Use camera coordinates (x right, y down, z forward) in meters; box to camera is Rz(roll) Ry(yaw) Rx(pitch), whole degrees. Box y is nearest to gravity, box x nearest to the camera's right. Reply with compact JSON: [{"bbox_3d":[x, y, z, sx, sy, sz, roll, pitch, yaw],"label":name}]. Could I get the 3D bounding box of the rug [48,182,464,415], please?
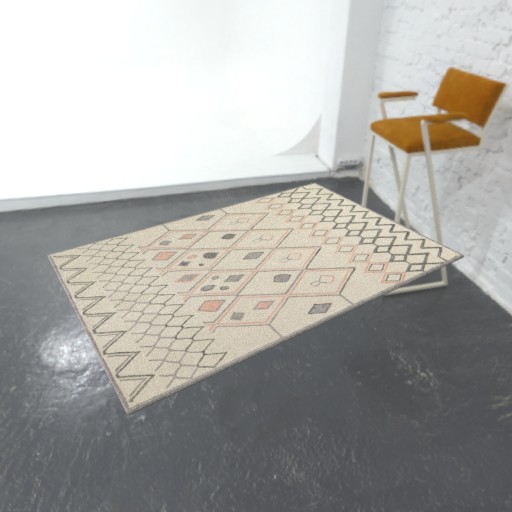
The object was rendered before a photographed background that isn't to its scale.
[{"bbox_3d":[0.000,0.000,2.334,1.829,0.016,1.219,-19,36,-28],"label":"rug"}]
